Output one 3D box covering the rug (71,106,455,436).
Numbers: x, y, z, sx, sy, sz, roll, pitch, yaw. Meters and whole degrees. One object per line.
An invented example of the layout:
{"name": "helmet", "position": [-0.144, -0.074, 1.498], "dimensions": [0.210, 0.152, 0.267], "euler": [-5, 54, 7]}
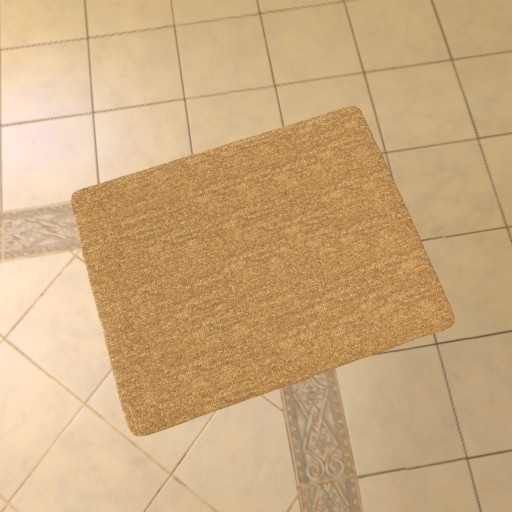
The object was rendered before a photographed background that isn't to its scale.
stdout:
{"name": "rug", "position": [0.000, 0.000, 3.865], "dimensions": [2.873, 0.050, 2.242], "euler": [-18, 76, -5]}
